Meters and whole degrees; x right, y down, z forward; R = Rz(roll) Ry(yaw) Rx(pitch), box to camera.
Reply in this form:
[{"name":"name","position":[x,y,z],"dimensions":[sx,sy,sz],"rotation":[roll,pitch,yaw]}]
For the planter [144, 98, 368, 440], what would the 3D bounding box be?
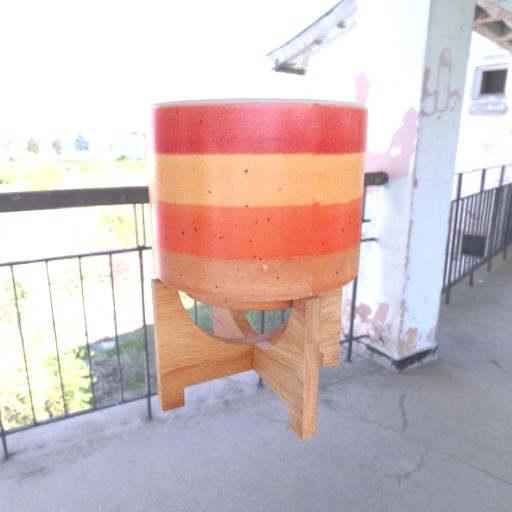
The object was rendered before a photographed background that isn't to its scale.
[{"name":"planter","position":[0.000,0.000,0.420],"dimensions":[0.199,0.268,0.199],"rotation":[0,15,0]}]
